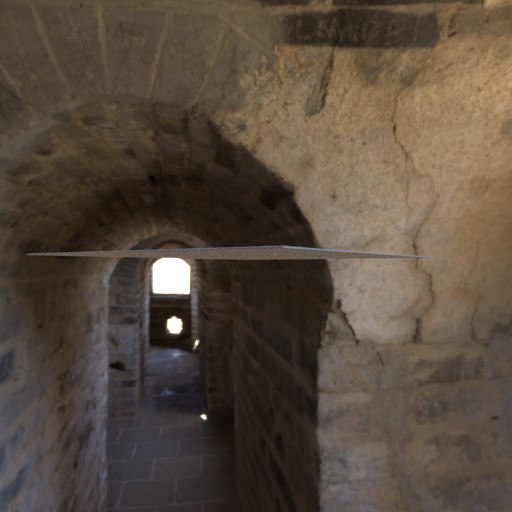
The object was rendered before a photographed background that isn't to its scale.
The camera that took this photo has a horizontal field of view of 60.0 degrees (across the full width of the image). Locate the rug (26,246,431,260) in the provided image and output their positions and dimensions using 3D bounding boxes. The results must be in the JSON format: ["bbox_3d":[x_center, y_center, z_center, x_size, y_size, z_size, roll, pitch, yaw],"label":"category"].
[{"bbox_3d":[0.000,0.000,4.135,2.438,0.012,3.048,-1,-2,35],"label":"rug"}]
